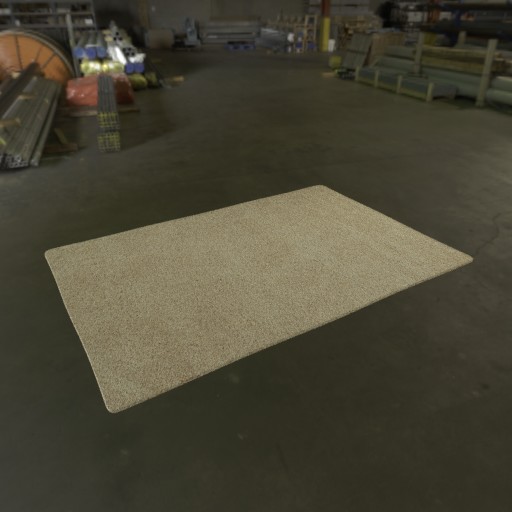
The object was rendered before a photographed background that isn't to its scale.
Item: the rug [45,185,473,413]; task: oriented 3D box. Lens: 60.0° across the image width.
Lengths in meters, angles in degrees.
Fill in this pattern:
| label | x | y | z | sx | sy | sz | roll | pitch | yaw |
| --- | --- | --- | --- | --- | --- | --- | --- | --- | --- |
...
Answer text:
| label | x | y | z | sx | sy | sz | roll | pitch | yaw |
| --- | --- | --- | --- | --- | --- | --- | --- | --- | --- |
| rug | 0.000 | 0.000 | 3.329 | 2.700 | 0.024 | 1.801 | -17 | 34 | -27 |
